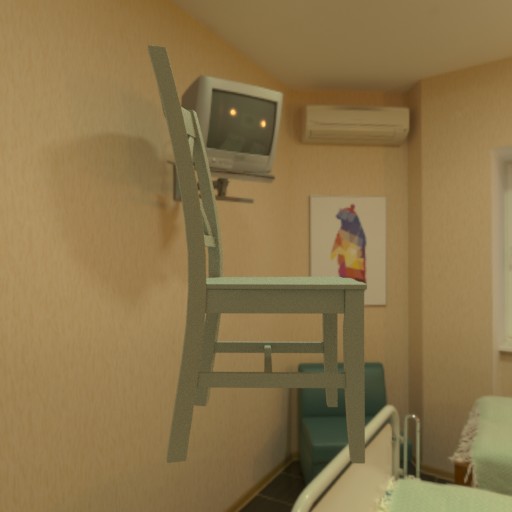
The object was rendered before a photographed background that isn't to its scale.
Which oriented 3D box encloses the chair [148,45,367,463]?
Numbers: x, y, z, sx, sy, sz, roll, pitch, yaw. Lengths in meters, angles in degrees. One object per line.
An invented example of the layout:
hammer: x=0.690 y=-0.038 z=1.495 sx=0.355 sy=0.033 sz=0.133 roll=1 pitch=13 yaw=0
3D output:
chair: x=0.000 y=0.000 z=1.269 sx=0.542 sy=0.983 sz=0.485 roll=0 pitch=0 yaw=1
